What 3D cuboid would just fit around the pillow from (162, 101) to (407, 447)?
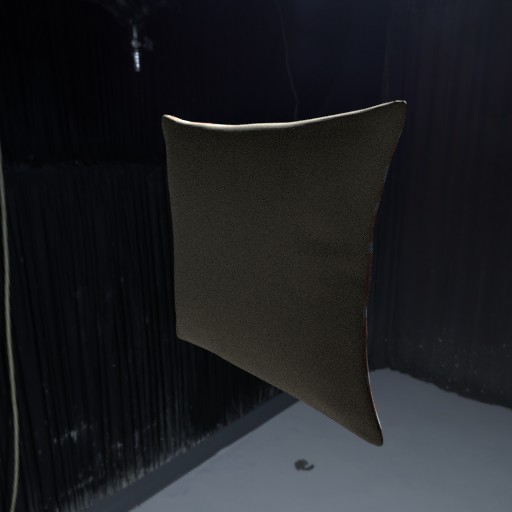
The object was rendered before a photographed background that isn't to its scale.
[{"bbox_3d":[0.000,0.000,0.808,0.166,0.508,0.552,-14,20,-42],"label":"pillow"}]
